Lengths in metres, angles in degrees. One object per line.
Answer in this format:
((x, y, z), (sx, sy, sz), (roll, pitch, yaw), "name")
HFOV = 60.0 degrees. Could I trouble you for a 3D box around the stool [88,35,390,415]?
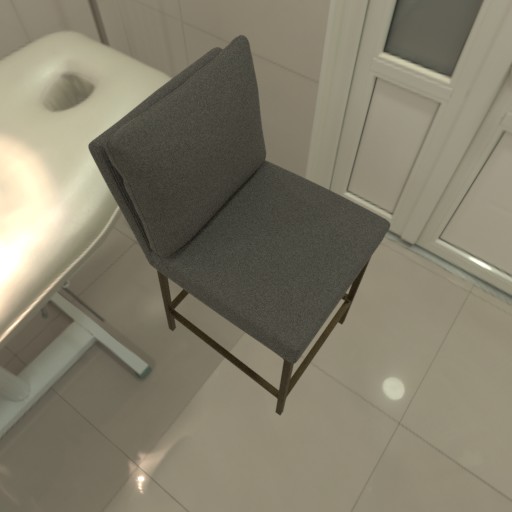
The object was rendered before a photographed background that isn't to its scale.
((0.000, 0.000, 1.292), (0.569, 1.030, 0.463), (32, 63, 18), "stool")
